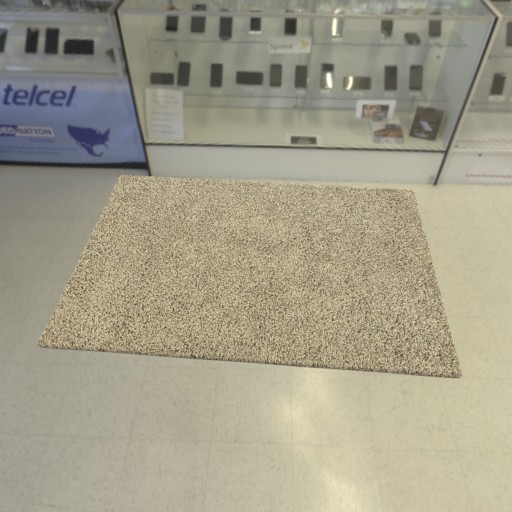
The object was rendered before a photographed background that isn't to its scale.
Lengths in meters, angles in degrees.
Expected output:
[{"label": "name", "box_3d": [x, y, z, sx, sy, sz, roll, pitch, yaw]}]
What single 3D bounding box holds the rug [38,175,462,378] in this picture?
[{"label": "rug", "box_3d": [0.000, 0.000, 2.260, 1.778, 0.030, 1.219, 3, 46, 3]}]
